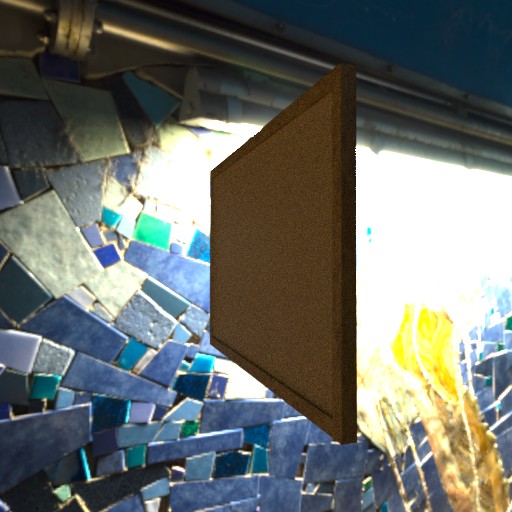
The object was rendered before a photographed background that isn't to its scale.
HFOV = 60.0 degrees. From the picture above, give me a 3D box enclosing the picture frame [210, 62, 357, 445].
[{"bbox_3d":[0.000,0.000,1.159,0.029,0.621,0.922,0,-1,-19],"label":"picture frame"}]
